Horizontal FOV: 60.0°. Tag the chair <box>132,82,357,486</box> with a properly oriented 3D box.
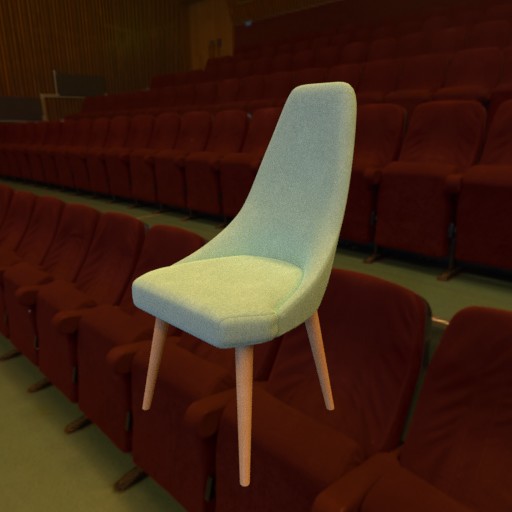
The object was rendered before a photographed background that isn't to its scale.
[{"bbox_3d":[0.000,0.000,1.373,0.510,1.040,0.660,15,22,42],"label":"chair"}]
